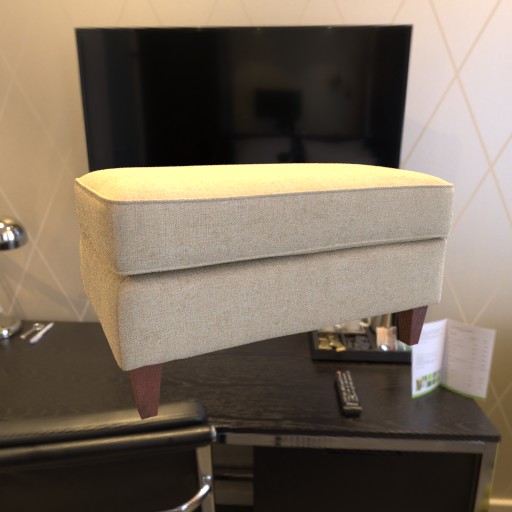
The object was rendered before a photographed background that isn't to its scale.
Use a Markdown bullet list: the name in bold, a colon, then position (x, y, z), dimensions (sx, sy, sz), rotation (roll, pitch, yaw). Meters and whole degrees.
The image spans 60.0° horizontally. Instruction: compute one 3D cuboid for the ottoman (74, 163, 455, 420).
- **ottoman**: position (0.000, 0.000, 1.209), dimensions (0.862, 0.484, 0.583), rotation (-7, 16, -26)
